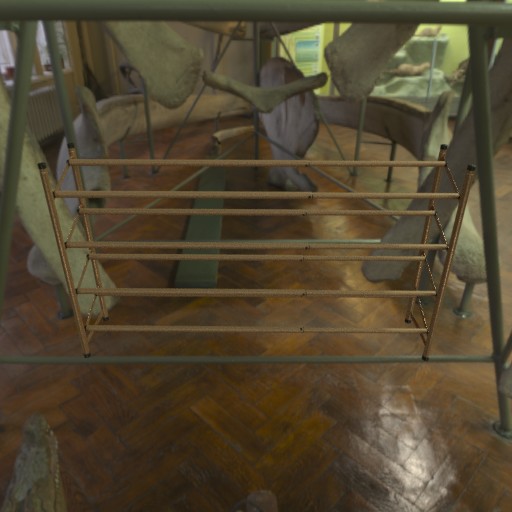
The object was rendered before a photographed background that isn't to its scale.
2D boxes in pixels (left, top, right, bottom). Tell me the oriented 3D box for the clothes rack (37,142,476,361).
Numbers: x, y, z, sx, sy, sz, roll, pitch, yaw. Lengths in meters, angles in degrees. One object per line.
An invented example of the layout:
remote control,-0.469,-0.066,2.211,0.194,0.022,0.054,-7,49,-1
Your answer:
clothes rack,0.000,0.000,1.430,1.168,0.672,0.229,0,29,1
